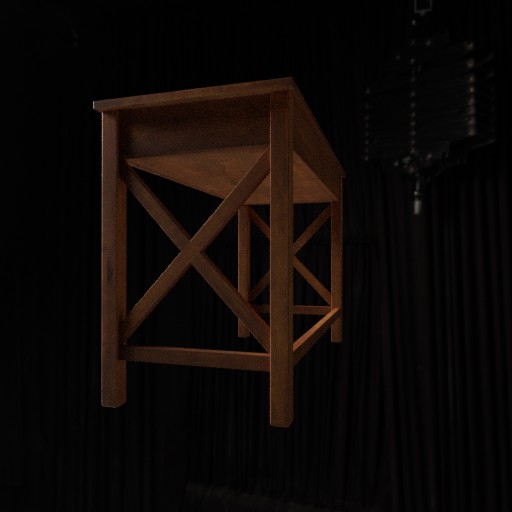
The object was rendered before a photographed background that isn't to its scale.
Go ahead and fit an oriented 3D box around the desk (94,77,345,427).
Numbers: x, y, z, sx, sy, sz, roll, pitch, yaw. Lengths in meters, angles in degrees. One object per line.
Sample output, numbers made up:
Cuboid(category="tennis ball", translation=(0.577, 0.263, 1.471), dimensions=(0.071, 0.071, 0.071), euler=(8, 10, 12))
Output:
Cuboid(category="desk", translation=(0.000, 0.000, 1.559), dimensions=(0.508, 0.762, 1.117), euler=(0, 0, 17))
